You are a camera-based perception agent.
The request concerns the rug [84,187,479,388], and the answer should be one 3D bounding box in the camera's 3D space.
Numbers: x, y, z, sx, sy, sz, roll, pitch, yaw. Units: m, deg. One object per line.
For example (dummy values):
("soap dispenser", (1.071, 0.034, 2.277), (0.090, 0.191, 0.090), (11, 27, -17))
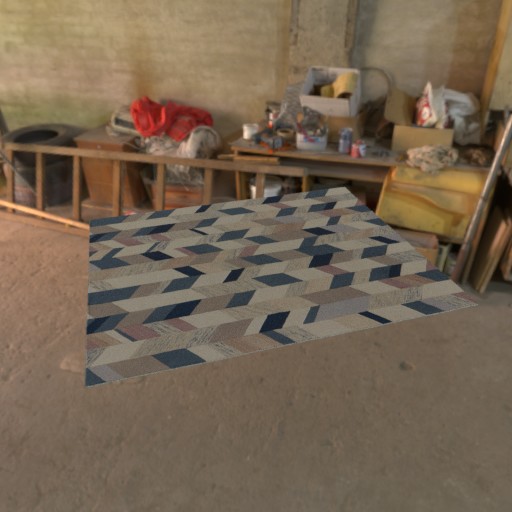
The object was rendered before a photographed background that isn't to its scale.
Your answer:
("rug", (0.000, 0.000, 4.235), (3.072, 0.011, 2.451), (-9, 34, -14))
